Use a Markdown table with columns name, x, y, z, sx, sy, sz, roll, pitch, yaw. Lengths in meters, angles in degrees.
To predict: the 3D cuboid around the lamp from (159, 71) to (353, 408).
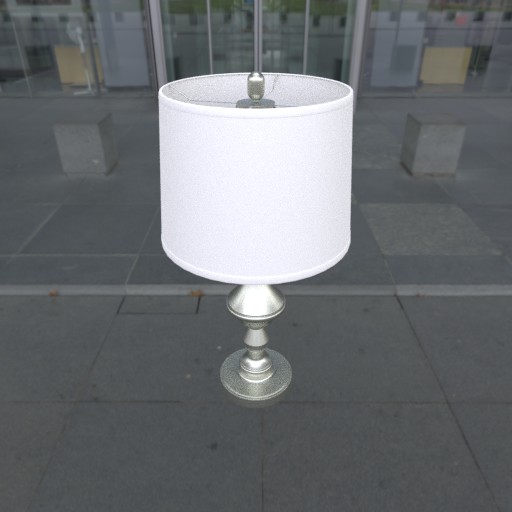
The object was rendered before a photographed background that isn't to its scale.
| name | x | y | z | sx | sy | sz | roll | pitch | yaw |
| --- | --- | --- | --- | --- | --- | --- | --- | --- | --- |
| lamp | 0.000 | 0.000 | 0.943 | 0.383 | 0.733 | 0.383 | 0 | 31 | 0 |
